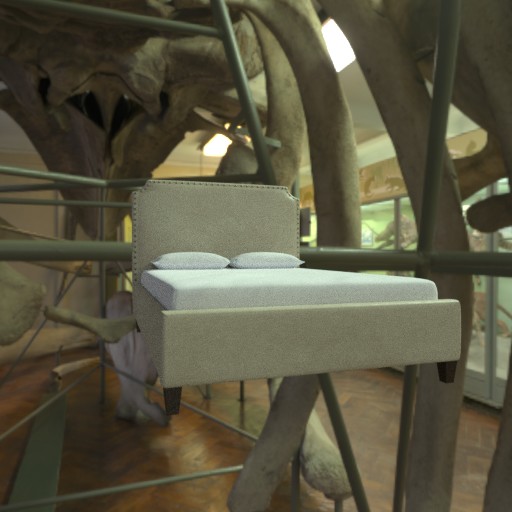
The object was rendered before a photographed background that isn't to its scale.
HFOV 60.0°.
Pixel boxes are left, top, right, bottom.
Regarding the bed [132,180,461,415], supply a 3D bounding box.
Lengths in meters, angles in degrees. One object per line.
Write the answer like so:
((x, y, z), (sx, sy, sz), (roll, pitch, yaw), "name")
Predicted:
((0.000, 0.000, 3.371), (1.712, 1.443, 2.372), (0, 0, -18), "bed")
